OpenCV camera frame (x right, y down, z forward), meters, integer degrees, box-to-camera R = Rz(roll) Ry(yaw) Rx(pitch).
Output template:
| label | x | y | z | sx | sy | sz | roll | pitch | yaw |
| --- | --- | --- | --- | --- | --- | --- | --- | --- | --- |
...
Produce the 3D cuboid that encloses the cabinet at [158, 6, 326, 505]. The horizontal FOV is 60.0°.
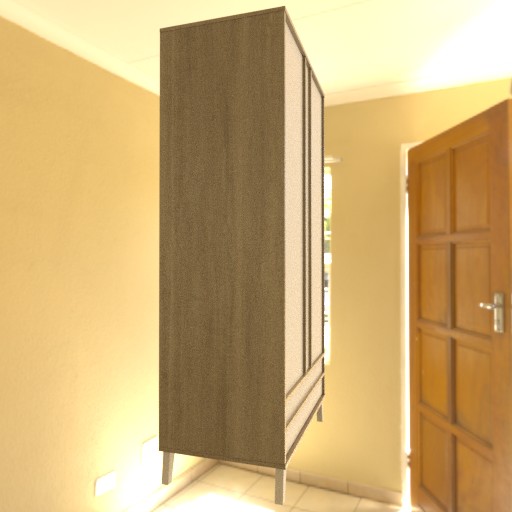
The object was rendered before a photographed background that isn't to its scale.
| label | x | y | z | sx | sy | sz | roll | pitch | yaw |
| --- | --- | --- | --- | --- | --- | --- | --- | --- | --- |
| cabinet | 0.000 | 0.000 | 2.336 | 0.571 | 1.999 | 1.006 | 0 | -1 | 18 |
